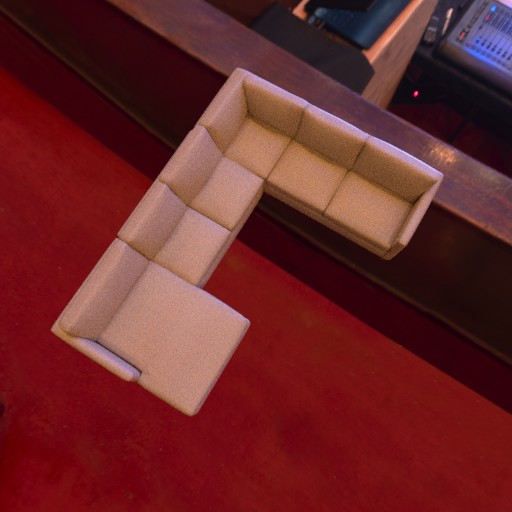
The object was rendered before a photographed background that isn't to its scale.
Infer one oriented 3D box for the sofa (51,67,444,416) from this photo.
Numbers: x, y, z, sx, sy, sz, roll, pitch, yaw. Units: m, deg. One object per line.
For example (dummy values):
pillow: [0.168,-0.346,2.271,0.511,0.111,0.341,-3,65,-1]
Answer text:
sofa: [0.000,0.000,4.682,2.594,0.961,3.460,30,78,7]
